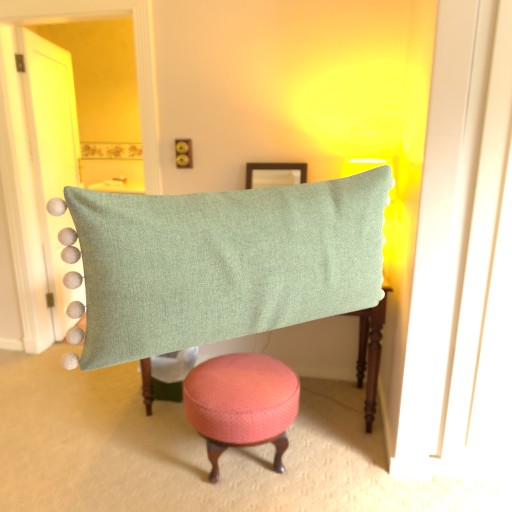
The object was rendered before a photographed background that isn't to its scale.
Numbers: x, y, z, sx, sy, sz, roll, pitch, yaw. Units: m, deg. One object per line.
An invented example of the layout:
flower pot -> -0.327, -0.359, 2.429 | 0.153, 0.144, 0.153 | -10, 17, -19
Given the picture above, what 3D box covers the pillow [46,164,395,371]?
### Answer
pillow -> 0.000, 0.000, 0.838 | 0.709, 0.322, 0.201 | -8, 17, -27
